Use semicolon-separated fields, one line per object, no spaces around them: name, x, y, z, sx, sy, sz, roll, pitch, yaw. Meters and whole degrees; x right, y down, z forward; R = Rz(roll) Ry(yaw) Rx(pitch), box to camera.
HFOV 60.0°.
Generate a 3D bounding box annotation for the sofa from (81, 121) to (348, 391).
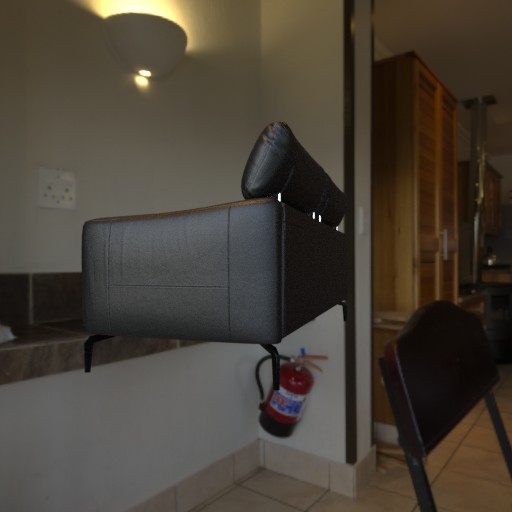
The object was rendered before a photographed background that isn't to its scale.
sofa;0.000;0.000;2.562;0.856;0.957;2.069;0;-1;18
